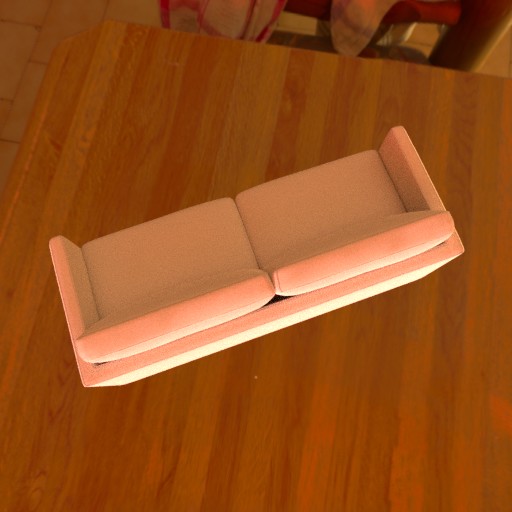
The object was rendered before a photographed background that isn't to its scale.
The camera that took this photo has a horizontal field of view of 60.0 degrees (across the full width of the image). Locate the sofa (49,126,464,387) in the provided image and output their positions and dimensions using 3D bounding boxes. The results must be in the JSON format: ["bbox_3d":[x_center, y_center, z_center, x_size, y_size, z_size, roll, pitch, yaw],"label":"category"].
[{"bbox_3d":[0.000,0.000,2.915,2.361,0.962,0.951,-19,76,-5],"label":"sofa"}]
